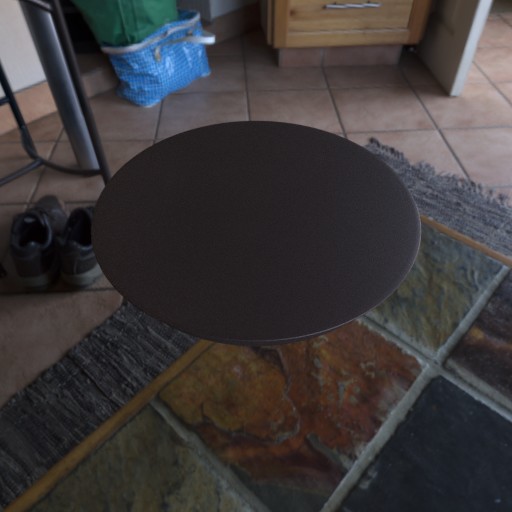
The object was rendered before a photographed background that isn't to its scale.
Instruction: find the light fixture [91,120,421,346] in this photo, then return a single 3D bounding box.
[{"bbox_3d":[0.000,0.000,0.435,0.280,0.135,0.280,0,47,0],"label":"light fixture"}]
